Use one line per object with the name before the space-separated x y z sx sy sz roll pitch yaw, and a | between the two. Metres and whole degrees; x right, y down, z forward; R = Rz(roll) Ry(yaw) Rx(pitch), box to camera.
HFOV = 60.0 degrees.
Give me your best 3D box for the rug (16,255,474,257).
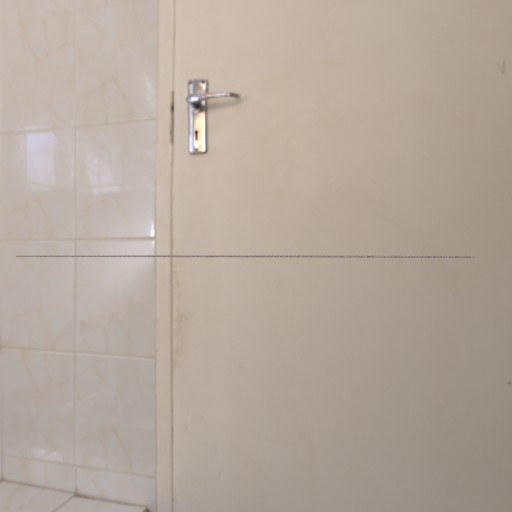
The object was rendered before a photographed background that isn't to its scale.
rug | 0.000 0.000 2.243 1.818 0.005 1.217 0 0 18
